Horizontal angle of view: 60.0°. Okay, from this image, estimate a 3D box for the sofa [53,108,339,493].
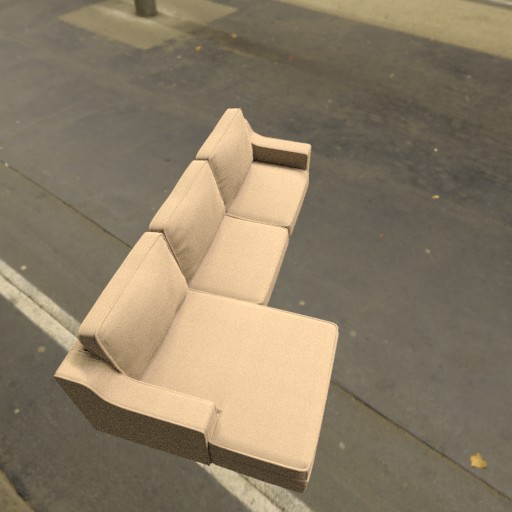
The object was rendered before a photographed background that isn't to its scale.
[{"bbox_3d":[0.000,0.000,3.030,1.294,0.928,2.561,12,48,11],"label":"sofa"}]
